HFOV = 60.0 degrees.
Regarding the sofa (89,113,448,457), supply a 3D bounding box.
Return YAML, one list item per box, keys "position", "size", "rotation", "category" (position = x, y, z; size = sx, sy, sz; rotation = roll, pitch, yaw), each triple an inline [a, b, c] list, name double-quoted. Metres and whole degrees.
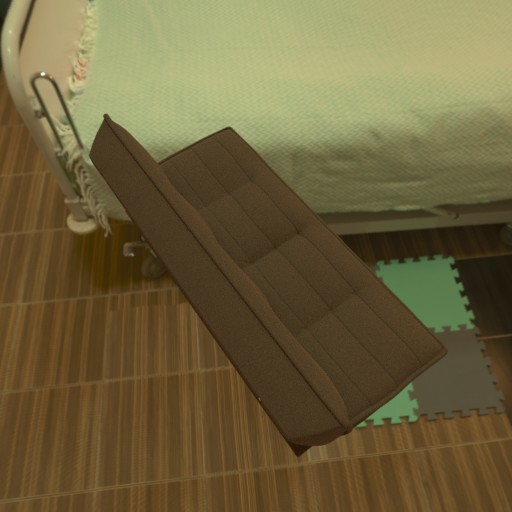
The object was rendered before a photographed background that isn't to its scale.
- position: [0.000, 0.000, 2.390]
  size: [0.950, 0.890, 1.940]
  rotation: [-31, 63, -18]
  category: "sofa"
